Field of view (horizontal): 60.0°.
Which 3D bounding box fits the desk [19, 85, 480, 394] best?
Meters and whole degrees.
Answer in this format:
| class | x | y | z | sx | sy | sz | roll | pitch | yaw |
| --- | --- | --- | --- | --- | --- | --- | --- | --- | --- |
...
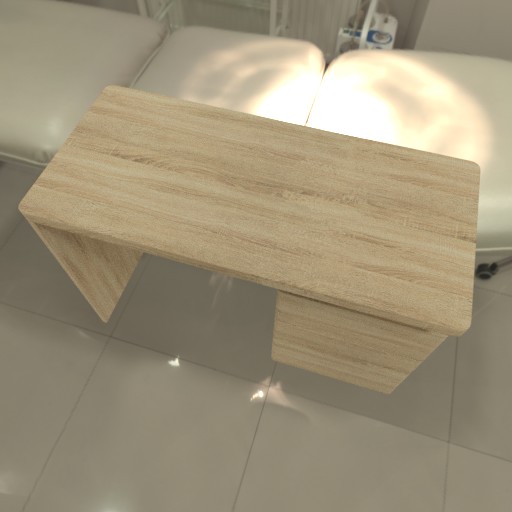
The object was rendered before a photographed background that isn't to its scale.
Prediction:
| class | x | y | z | sx | sy | sz | roll | pitch | yaw |
| --- | --- | --- | --- | --- | --- | --- | --- | --- | --- |
| desk | 0.000 | 0.000 | 1.568 | 1.200 | 0.760 | 0.550 | 15 | 60 | 9 |
